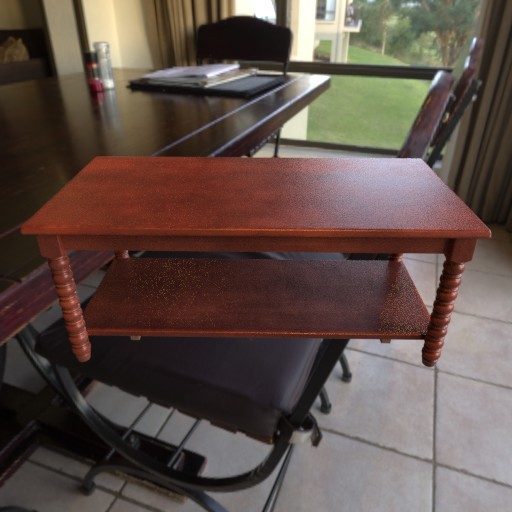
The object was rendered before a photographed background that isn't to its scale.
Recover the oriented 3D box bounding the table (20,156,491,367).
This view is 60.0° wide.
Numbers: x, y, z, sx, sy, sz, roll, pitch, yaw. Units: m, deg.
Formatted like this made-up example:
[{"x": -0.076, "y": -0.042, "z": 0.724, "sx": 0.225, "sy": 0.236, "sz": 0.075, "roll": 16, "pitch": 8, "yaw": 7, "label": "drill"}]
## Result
[{"x": 0.000, "y": 0.000, "z": 1.459, "sx": 1.171, "sy": 0.485, "sz": 0.580, "roll": 1, "pitch": 30, "yaw": 1, "label": "table"}]
